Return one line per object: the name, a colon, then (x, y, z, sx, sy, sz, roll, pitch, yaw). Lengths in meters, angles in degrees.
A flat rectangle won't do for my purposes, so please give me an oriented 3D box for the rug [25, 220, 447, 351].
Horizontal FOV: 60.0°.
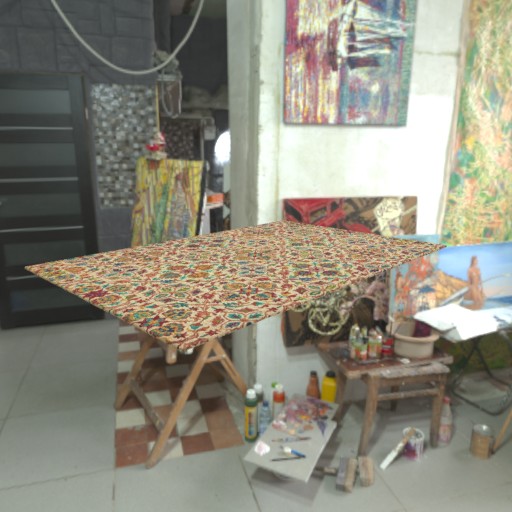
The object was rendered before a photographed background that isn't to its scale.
rug: (0.000, 0.000, 2.286, 1.226, 0.013, 1.838, 13, 19, 43)
